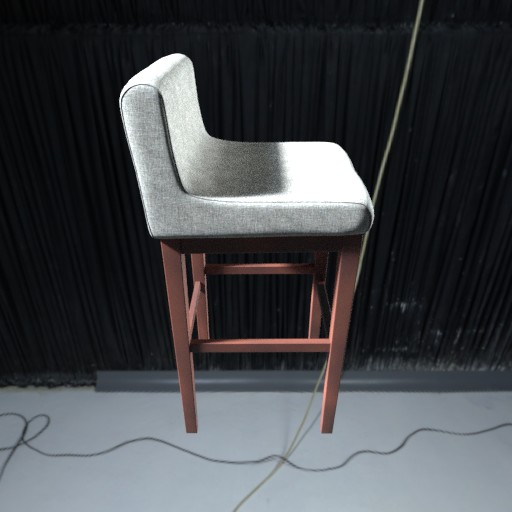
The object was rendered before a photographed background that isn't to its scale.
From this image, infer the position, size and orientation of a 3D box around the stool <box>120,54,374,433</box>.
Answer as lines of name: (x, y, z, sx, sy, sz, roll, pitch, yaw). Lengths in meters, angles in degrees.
stool: (0.000, 0.000, 1.196, 0.499, 0.965, 0.426, 0, 31, 0)
